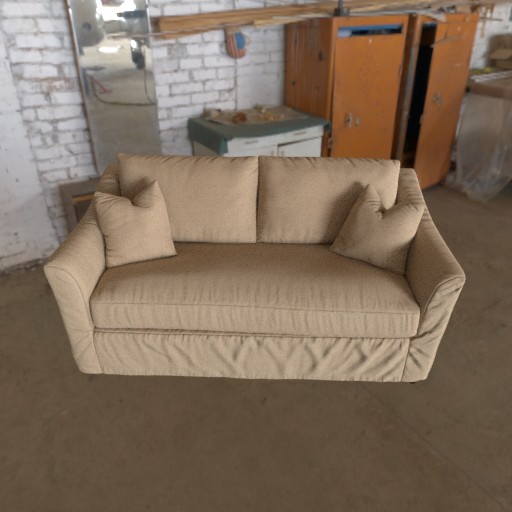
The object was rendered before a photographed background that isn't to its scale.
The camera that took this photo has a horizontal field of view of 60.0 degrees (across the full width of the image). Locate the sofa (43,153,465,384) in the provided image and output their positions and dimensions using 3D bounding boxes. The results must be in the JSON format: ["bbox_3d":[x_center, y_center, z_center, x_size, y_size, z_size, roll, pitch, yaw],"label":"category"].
[{"bbox_3d":[0.000,0.000,2.608,2.010,1.018,1.072,1,30,2],"label":"sofa"}]
